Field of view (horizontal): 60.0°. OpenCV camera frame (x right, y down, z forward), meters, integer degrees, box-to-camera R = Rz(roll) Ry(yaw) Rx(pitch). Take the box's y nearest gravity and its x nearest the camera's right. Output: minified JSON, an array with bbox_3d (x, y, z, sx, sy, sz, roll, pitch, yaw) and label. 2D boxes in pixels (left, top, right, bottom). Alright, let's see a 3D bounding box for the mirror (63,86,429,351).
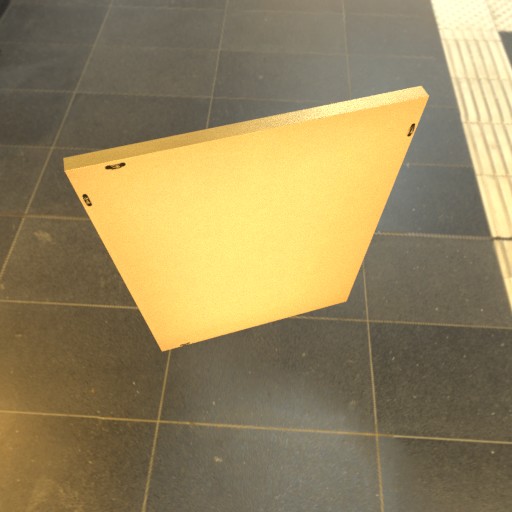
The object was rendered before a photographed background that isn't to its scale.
[{"bbox_3d":[0.000,0.000,1.334,0.762,1.016,0.040,-14,60,-8],"label":"mirror"}]
